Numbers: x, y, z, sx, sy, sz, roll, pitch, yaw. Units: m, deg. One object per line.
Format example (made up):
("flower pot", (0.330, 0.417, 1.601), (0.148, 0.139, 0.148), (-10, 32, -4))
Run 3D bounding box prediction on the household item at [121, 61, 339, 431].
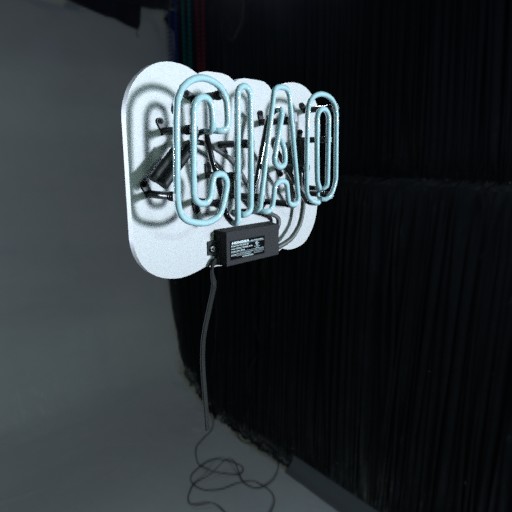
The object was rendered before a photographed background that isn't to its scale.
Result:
("household item", (0.000, 0.000, 0.376), (0.042, 0.294, 0.211), (13, 18, 43))
